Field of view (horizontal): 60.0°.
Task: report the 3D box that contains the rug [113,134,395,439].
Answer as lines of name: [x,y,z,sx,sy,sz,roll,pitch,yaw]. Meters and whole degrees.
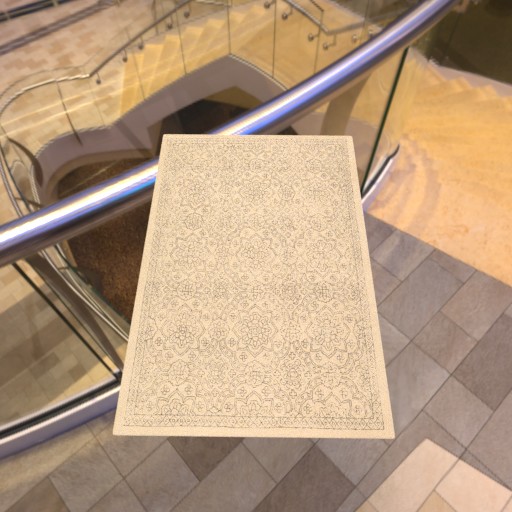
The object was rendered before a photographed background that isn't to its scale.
rug: [0.000,0.000,2.386,1.219,0.010,1.829,1,59,0]
